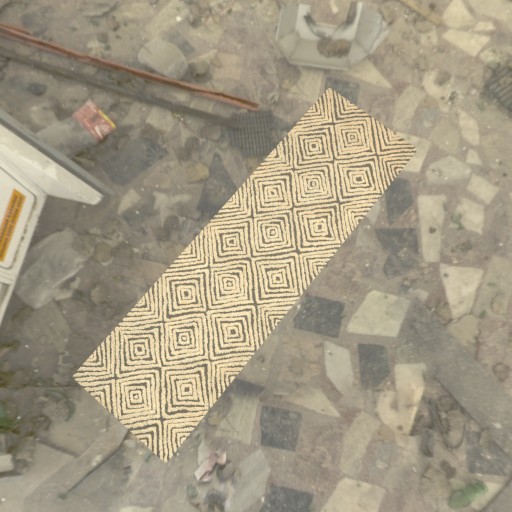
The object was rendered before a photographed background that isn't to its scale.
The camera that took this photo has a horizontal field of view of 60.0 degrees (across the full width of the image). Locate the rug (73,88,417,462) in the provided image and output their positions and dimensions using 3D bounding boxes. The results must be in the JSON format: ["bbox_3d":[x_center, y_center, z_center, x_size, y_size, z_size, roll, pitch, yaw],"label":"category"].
[{"bbox_3d":[0.000,0.000,2.530,0.676,0.008,2.277,39,79,9],"label":"rug"}]
